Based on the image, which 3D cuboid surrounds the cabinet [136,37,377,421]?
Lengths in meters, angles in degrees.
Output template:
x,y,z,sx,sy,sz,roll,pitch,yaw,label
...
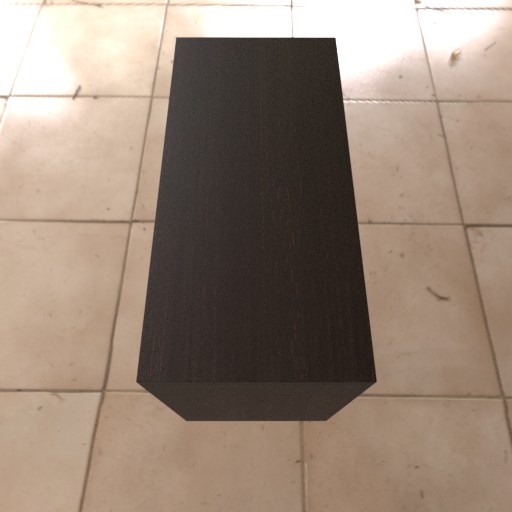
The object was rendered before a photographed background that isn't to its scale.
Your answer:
x,y,z,sx,sy,sz,roll,pitch,yaw,label
0.000,0.000,1.423,0.451,0.860,0.950,0,64,0,cabinet
